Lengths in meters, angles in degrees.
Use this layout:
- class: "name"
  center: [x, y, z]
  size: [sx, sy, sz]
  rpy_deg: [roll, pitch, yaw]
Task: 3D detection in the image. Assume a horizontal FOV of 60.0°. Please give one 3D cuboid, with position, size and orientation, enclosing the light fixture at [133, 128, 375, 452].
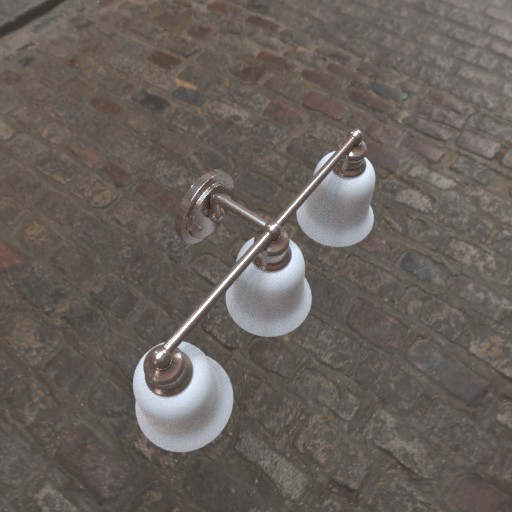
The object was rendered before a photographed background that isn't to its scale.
- class: "light fixture"
  center: [0.000, 0.000, 0.666]
  size: [0.198, 0.211, 0.570]
  rpy_deg: [33, 64, 18]
